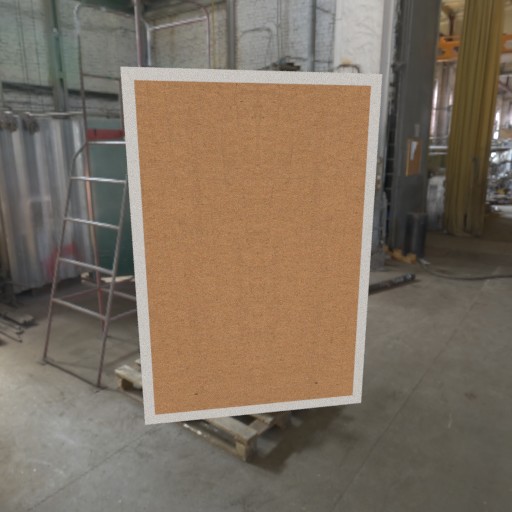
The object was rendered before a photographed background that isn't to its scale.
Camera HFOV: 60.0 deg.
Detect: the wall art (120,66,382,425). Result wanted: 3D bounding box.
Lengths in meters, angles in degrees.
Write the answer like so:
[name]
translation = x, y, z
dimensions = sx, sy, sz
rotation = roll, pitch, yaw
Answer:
[wall art]
translation = 0.000, 0.000, 0.553
dimensions = 0.293, 0.428, 0.025
rotation = -2, 14, -10
